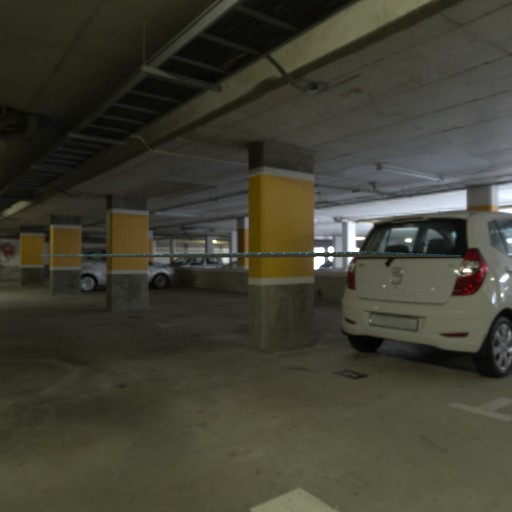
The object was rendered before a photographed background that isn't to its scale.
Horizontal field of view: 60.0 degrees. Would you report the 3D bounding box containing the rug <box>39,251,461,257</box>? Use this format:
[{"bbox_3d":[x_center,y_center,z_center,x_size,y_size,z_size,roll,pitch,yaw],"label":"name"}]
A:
[{"bbox_3d":[0.000,0.000,4.067,3.033,0.012,2.432,0,-1,35],"label":"rug"}]
